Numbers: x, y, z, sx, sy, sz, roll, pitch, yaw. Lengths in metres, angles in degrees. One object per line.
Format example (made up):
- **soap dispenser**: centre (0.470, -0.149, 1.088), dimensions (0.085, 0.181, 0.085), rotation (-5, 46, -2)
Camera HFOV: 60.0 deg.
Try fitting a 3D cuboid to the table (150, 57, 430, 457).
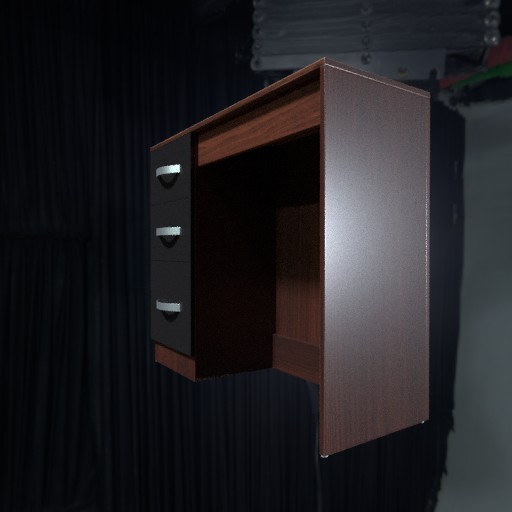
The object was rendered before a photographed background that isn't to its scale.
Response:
- **table**: centre (0.000, 0.000, 1.344), dimensions (0.380, 0.790, 0.930), rotation (0, 1, -34)
